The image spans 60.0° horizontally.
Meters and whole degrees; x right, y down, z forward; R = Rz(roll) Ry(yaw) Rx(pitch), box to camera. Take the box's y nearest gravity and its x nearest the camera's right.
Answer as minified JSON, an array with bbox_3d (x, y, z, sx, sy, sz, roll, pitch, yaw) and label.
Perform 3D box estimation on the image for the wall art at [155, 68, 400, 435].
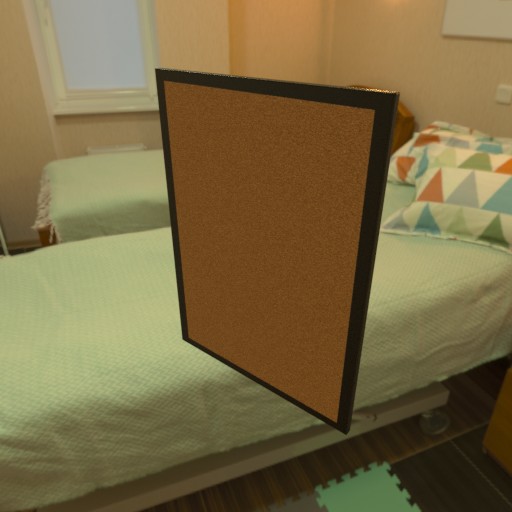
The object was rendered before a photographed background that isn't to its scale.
[{"bbox_3d":[0.000,0.000,0.876,0.480,0.657,0.016,21,35,33],"label":"wall art"}]
